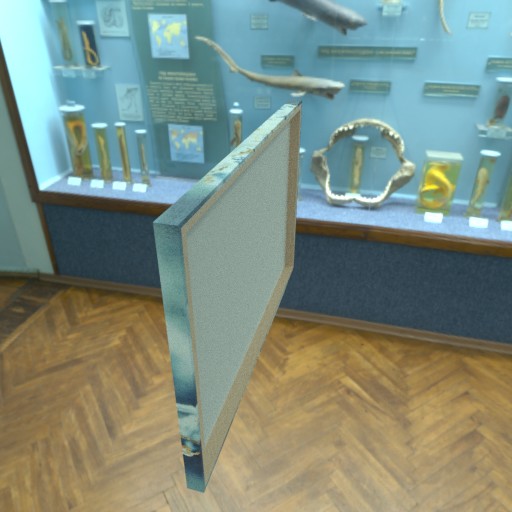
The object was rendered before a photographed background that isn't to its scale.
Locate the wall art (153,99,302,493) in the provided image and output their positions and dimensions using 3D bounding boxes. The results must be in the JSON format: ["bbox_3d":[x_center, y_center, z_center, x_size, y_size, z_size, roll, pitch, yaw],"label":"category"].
[{"bbox_3d":[0.000,0.000,1.139,0.038,0.608,0.912,8,31,14],"label":"wall art"}]
